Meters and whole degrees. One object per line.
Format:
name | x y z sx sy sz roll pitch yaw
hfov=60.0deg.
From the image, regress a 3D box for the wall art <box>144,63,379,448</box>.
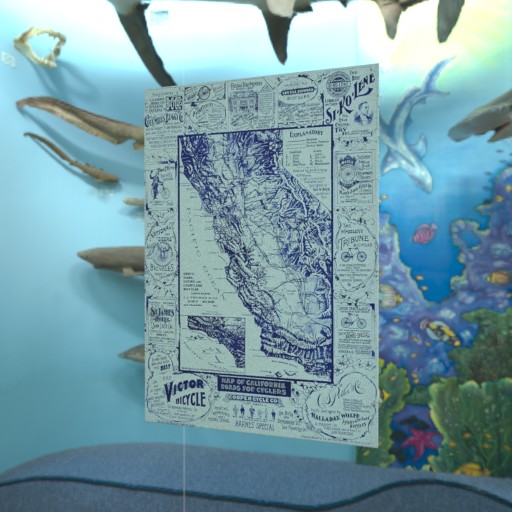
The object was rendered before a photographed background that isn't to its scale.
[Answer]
wall art | 0.000 0.000 0.478 0.255 0.376 0.025 0 1 16
